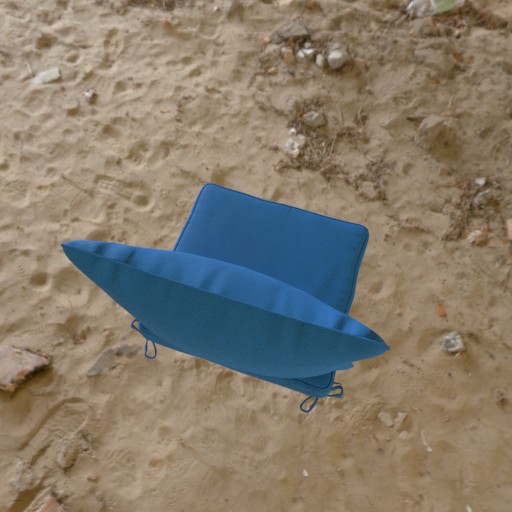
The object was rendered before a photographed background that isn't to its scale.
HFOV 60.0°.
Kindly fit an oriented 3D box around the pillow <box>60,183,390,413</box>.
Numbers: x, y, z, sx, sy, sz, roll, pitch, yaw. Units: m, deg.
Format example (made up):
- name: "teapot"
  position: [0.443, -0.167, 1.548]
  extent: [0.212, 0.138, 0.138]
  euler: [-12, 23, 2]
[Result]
- name: "pillow"
  position: [0.000, 0.000, 1.392]
  extent: [0.798, 0.725, 0.733]
  euler: [17, 64, 8]
